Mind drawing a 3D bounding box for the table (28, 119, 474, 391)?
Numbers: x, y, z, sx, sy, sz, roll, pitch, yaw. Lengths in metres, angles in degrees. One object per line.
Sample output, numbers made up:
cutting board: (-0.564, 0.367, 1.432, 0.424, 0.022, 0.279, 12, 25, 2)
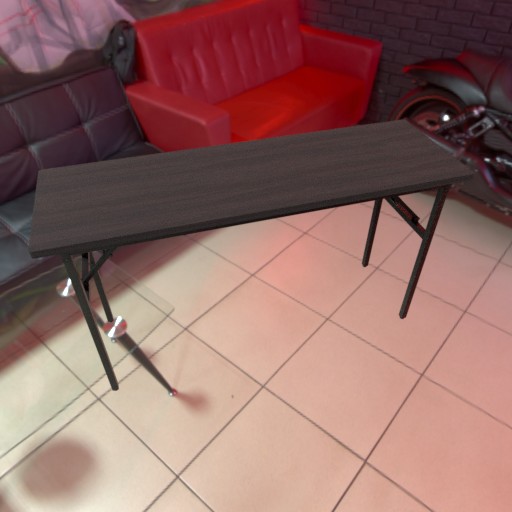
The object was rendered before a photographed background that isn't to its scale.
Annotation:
table: (0.000, 0.000, 1.735, 1.399, 0.750, 0.449, -11, 42, -13)
